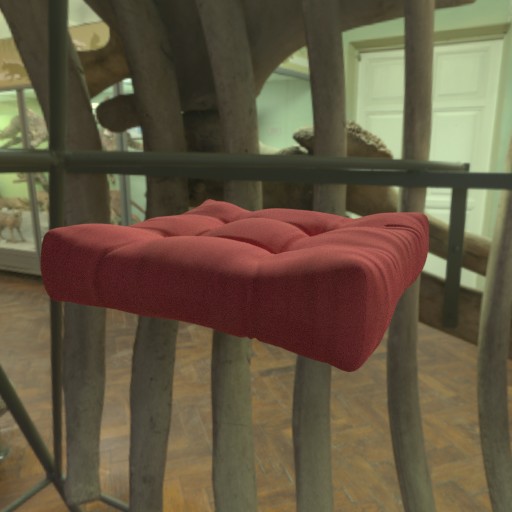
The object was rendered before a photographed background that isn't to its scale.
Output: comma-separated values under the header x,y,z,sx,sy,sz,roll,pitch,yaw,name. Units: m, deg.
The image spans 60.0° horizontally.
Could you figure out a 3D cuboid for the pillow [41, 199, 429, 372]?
x,y,z,sx,sy,sz,roll,pitch,yaw,name
0.000,0.000,0.727,0.490,0.128,0.468,7,15,26,pillow
